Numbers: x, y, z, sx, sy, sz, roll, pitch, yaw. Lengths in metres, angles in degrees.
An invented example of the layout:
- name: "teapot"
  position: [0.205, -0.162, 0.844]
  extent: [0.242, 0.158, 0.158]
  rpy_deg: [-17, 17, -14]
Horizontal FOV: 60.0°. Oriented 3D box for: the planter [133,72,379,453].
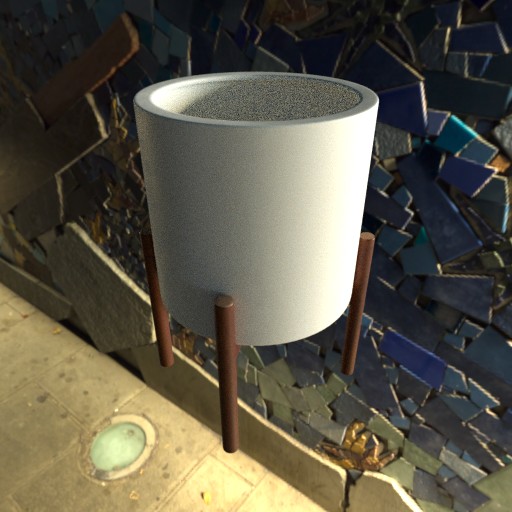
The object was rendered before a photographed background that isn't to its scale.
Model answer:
- name: "planter"
  position: [0.000, 0.000, 0.950]
  extent: [0.417, 0.670, 0.417]
  rpy_deg: [-22, 38, -31]
